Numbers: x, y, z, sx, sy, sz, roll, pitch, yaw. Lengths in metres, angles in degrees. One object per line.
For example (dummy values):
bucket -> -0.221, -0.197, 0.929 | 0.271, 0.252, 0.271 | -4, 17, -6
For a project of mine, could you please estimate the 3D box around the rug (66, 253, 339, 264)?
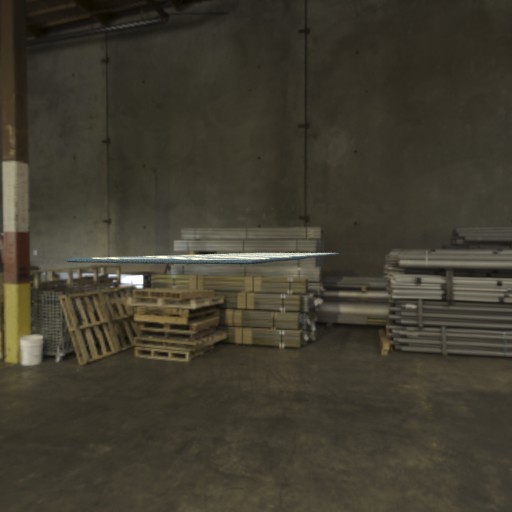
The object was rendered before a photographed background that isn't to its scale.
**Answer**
rug -> 0.000, 0.000, 2.519 | 0.678, 0.014, 2.276 | 0, 1, 17
